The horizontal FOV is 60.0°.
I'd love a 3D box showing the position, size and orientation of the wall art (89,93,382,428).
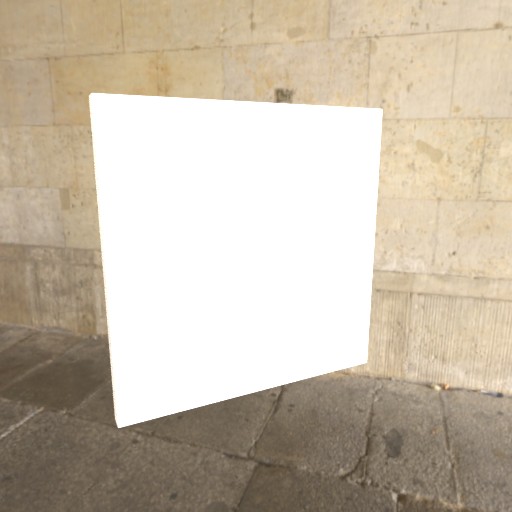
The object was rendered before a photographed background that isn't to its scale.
[{"bbox_3d":[0.000,0.000,1.162,0.762,0.762,0.040,-7,15,-26],"label":"wall art"}]
